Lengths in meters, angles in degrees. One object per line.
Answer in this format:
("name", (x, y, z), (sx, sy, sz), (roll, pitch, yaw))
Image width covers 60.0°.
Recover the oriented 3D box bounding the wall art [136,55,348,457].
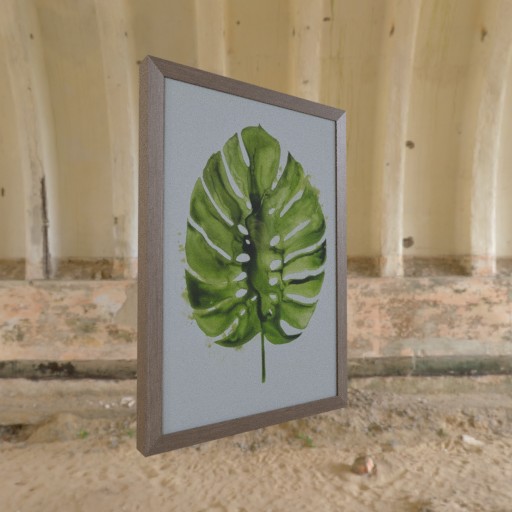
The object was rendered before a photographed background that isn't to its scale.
("wall art", (0.000, 0.000, 0.675), (0.358, 0.510, 0.032), (1, -2, -34))
